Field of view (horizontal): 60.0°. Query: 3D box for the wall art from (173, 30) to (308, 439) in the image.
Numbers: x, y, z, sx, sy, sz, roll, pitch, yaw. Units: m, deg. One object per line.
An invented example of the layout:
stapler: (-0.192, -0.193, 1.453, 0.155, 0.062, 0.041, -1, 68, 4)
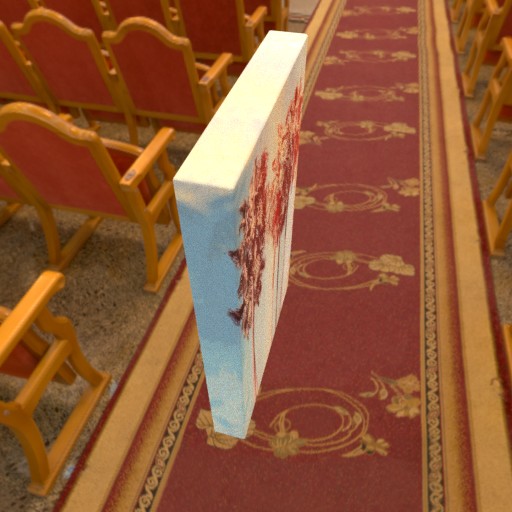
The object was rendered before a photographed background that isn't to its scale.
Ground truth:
wall art: (0.000, 0.000, 0.486, 0.039, 0.380, 0.251, 11, 47, 10)
